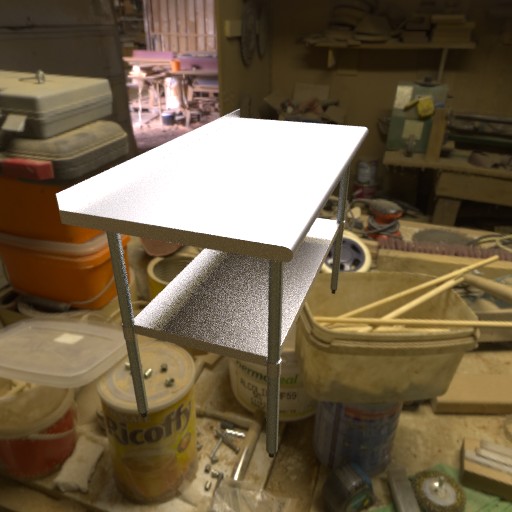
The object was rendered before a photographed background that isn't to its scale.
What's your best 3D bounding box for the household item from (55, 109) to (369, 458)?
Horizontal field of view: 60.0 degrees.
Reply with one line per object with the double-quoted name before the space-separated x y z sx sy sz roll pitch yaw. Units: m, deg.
"household item" 0.000 0.000 1.705 0.610 0.851 1.219 10 30 17
